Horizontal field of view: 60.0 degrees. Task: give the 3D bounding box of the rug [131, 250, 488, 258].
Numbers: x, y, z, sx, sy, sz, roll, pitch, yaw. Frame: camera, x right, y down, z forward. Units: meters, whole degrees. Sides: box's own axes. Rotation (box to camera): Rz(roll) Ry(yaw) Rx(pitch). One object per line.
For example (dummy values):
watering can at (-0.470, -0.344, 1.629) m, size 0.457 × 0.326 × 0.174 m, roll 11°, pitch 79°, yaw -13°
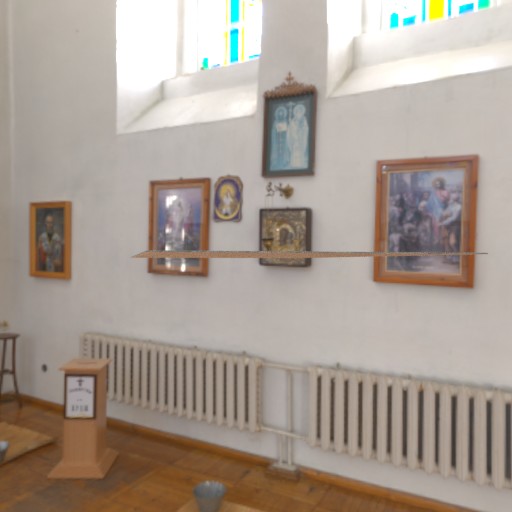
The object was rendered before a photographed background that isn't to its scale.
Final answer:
rug at (0.000, 0.000, 2.896) m, size 1.521 × 0.006 × 2.283 m, roll 0°, pitch -1°, yaw -17°
